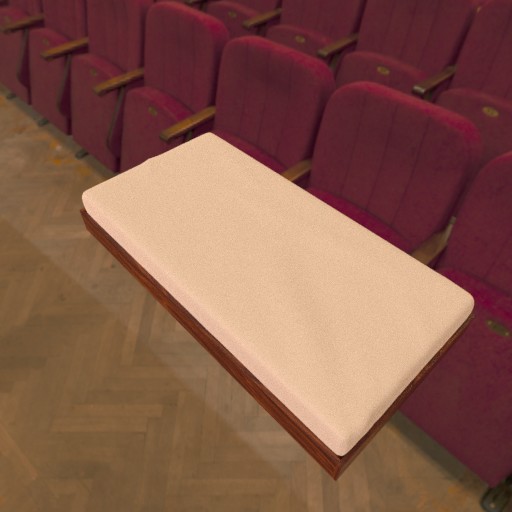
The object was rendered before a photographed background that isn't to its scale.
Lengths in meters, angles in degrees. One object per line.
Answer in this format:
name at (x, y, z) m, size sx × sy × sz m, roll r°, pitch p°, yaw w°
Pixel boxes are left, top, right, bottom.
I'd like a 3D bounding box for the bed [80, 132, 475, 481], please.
bed at (0.000, 0.000, 2.214) m, size 0.940 × 0.312 × 1.860 m, roll -35°, pitch 56°, yaw -28°
